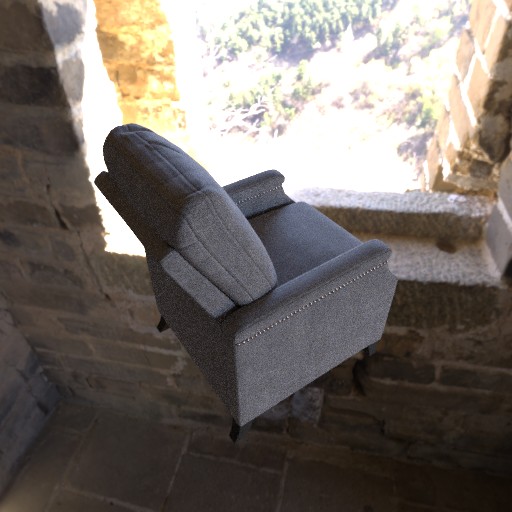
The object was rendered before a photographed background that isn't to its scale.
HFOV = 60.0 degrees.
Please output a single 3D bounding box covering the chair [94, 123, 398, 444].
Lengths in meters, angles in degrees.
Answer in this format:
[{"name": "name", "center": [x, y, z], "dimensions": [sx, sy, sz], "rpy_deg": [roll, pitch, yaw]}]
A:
[{"name": "chair", "center": [0.000, 0.000, 1.682], "dimensions": [0.922, 1.049, 0.710], "rpy_deg": [-24, 46, -26]}]
